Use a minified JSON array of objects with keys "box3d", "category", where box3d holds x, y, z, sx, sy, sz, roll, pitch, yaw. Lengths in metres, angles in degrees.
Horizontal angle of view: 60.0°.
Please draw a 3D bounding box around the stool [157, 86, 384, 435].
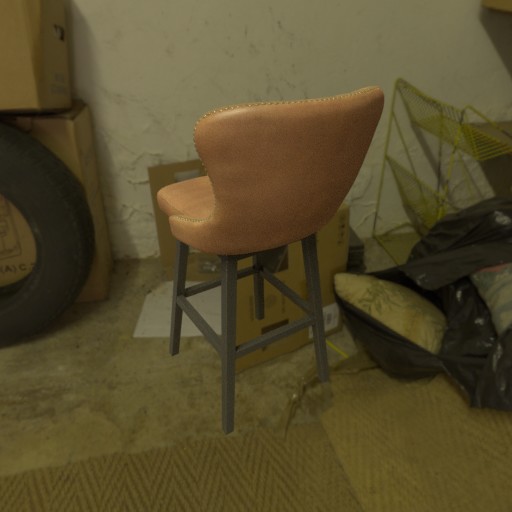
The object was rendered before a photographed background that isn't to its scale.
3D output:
[{"box3d":[0.000,0.000,1.393,0.528,1.050,0.601,-18,35,-28],"category":"stool"}]
